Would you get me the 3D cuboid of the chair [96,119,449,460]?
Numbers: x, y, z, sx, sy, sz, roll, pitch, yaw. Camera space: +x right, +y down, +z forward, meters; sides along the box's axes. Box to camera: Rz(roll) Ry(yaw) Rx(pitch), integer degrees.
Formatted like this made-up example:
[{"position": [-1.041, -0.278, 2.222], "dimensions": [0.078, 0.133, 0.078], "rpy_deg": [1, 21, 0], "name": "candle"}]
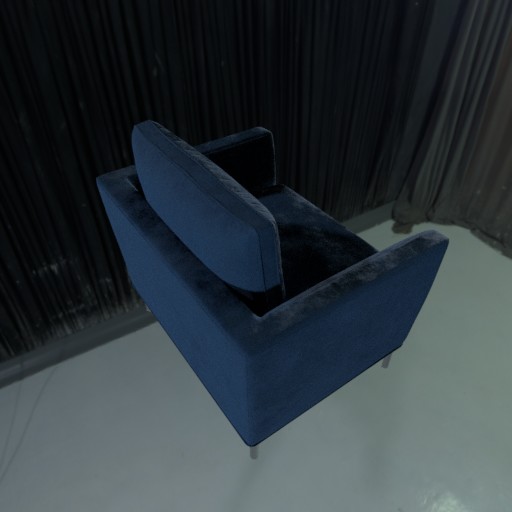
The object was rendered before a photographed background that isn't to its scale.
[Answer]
[{"position": [0.000, 0.000, 1.592], "dimensions": [0.746, 0.893, 0.977], "rpy_deg": [-25, 46, -26], "name": "chair"}]
